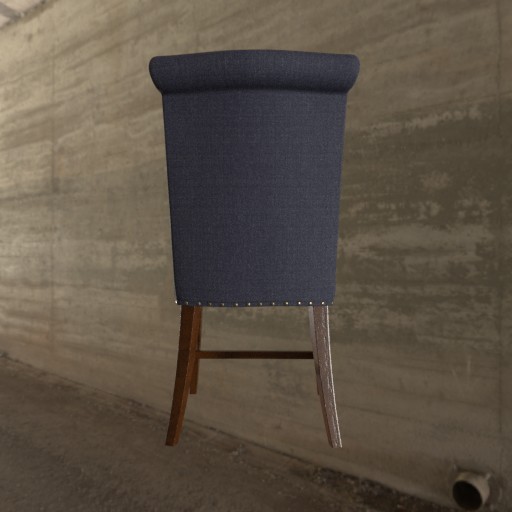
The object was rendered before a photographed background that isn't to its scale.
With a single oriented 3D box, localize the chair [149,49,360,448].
[{"bbox_3d":[0.000,0.000,1.338,0.513,0.988,0.608,0,-1,1],"label":"chair"}]
